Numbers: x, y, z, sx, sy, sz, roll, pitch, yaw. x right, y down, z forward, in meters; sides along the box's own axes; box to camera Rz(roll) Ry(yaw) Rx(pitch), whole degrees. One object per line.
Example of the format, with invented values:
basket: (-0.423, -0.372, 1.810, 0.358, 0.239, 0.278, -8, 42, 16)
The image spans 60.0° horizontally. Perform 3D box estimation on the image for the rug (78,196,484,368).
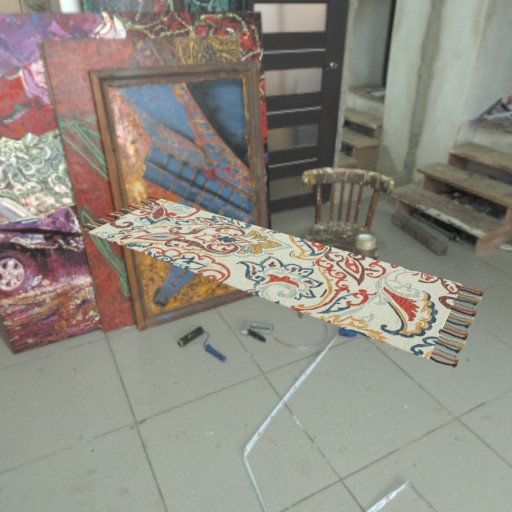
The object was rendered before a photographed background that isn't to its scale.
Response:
rug: (0.000, 0.000, 2.945, 2.682, 0.015, 0.763, 18, 34, 28)
